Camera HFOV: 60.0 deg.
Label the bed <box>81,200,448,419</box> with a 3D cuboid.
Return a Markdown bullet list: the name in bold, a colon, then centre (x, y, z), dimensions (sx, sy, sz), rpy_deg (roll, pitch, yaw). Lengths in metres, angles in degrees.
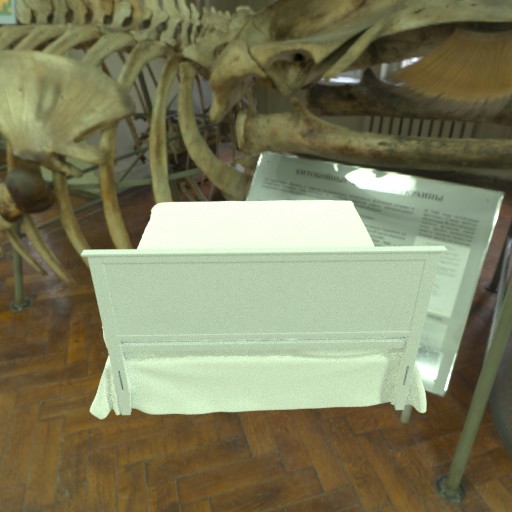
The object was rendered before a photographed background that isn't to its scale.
- **bed**: centre (0.000, 0.000, 3.655), dimensions (2.317, 1.273, 2.215), rpy_deg (-1, 30, -1)
